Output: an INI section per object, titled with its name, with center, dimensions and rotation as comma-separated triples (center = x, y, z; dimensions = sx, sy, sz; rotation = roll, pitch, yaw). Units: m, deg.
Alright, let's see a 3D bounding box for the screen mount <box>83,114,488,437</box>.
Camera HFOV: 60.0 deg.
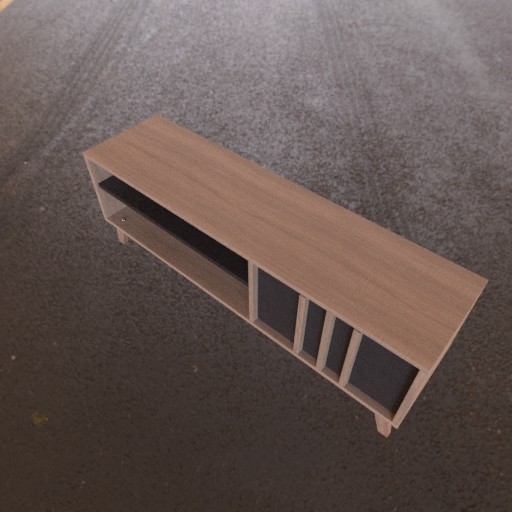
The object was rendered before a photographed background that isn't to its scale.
[screen mount]
center = 0.000, 0.000, 1.744
dimensions = 1.500, 0.509, 0.401
rotation = 32, 54, 26
